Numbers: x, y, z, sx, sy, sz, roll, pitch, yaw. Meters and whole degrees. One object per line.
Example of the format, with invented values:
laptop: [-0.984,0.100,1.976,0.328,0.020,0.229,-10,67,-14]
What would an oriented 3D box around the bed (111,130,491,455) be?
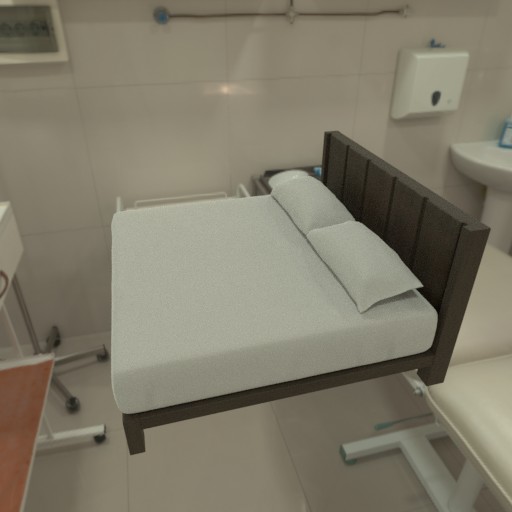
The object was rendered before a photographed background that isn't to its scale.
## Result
bed: [0.000,0.000,3.517,2.238,1.261,2.143,-8,32,-13]
